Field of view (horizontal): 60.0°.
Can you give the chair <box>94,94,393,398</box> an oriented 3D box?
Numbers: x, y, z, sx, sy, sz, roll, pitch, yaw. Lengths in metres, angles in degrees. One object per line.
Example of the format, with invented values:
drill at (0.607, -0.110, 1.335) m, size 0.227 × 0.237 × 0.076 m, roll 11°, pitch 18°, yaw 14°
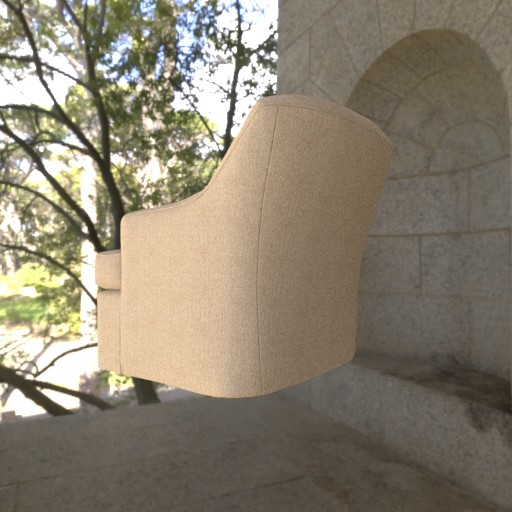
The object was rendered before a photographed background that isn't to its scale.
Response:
chair at (0.000, 0.000, 1.634) m, size 0.923 × 0.856 × 0.864 m, roll -1°, pitch -2°, yaw 36°
